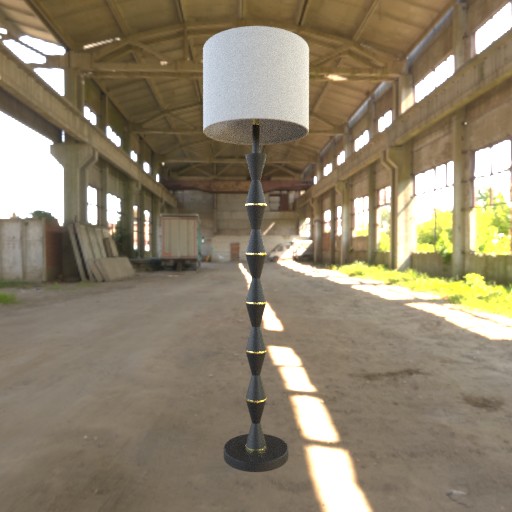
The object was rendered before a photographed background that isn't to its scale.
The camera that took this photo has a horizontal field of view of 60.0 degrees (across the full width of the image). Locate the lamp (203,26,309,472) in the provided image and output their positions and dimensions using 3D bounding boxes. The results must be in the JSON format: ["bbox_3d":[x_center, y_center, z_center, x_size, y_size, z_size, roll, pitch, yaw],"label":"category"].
[{"bbox_3d":[0.000,0.000,1.624,0.381,1.480,0.381,-1,2,-36],"label":"lamp"}]
